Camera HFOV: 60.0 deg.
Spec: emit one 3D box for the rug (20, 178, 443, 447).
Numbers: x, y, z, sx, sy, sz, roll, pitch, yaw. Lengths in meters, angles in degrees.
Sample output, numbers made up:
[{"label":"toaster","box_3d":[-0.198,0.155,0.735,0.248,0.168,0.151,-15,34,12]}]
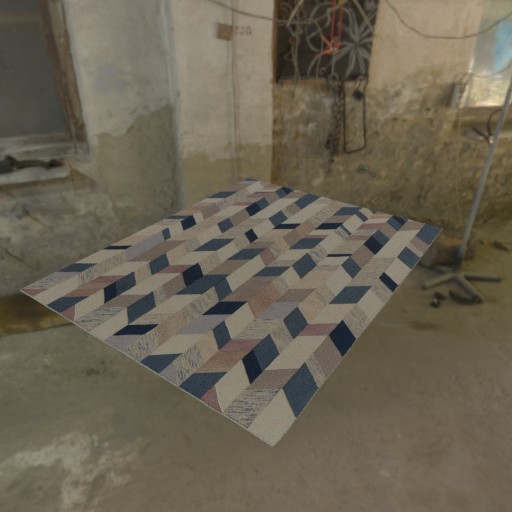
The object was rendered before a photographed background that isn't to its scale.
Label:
[{"label":"rug","box_3d":[0.000,0.000,4.003,2.451,0.011,3.072,20,36,30]}]
